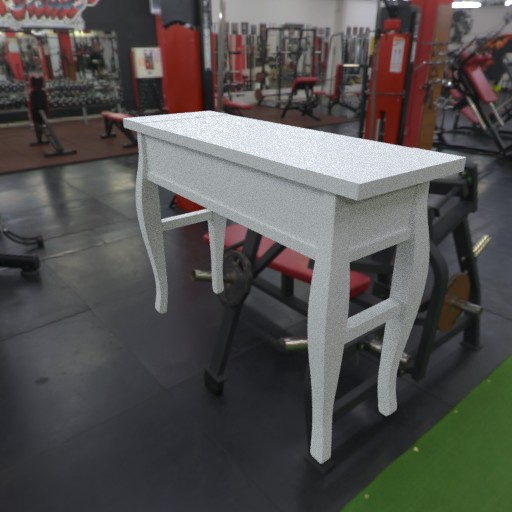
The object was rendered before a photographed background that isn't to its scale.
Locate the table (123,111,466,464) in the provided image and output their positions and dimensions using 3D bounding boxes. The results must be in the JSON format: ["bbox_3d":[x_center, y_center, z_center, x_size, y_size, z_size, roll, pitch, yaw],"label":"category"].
[{"bbox_3d":[0.000,0.000,1.422,0.373,0.768,1.062,-18,30,-34],"label":"table"}]
